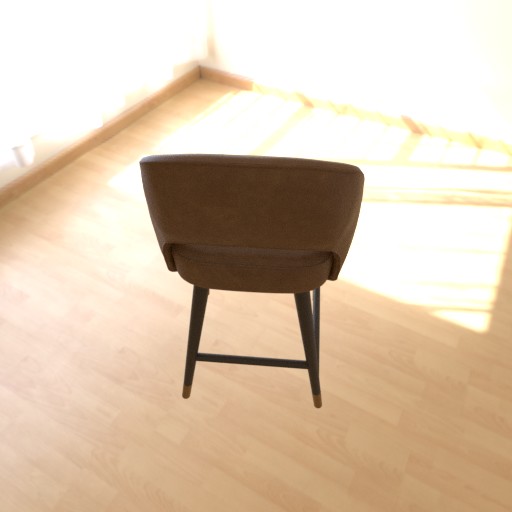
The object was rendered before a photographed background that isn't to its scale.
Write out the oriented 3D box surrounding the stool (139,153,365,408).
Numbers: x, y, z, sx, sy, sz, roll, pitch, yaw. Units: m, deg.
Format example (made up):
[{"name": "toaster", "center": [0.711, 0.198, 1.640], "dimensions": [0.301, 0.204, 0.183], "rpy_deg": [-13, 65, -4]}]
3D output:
[{"name": "stool", "center": [0.000, 0.000, 1.229], "dimensions": [0.494, 0.940, 0.509], "rpy_deg": [3, 45, 3]}]
